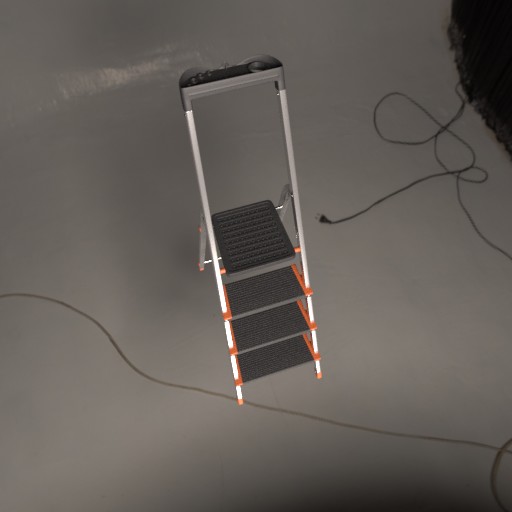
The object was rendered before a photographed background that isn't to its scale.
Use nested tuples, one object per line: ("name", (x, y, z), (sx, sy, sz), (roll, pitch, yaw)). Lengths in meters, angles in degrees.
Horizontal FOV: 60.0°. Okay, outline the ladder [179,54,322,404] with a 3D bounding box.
("ladder", (0.000, 0.000, 1.827), (0.452, 1.429, 0.834), (-16, 63, -8))
